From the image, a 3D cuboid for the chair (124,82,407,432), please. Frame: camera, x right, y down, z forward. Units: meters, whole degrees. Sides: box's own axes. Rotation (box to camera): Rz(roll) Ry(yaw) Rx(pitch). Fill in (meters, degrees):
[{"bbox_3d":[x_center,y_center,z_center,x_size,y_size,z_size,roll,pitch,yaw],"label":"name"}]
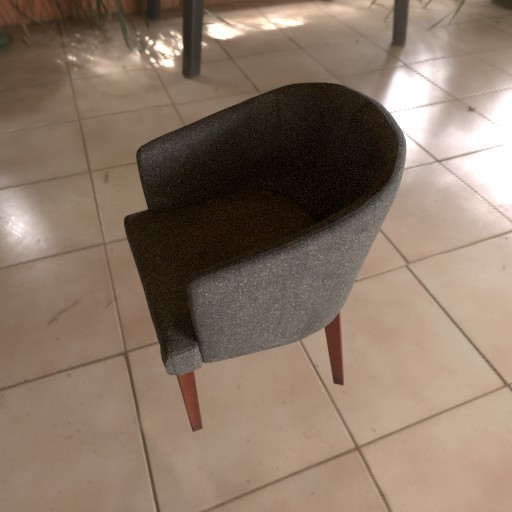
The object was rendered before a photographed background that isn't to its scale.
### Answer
[{"bbox_3d":[0.000,0.000,1.259,0.655,0.811,0.583,-16,48,-15],"label":"chair"}]
